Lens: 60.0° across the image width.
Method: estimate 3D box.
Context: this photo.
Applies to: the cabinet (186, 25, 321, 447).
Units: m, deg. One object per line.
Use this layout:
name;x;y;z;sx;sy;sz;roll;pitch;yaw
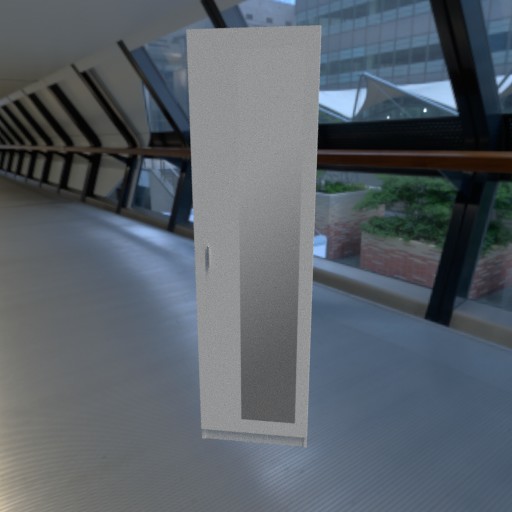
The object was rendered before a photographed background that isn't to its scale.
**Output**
cabinet;0.000;0.000;1.952;0.500;1.790;0.230;2;15;7
